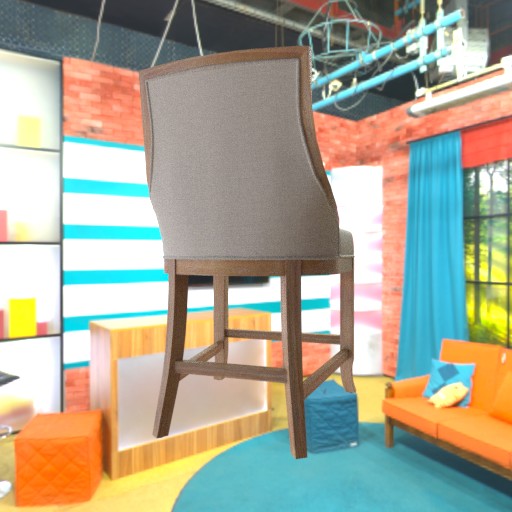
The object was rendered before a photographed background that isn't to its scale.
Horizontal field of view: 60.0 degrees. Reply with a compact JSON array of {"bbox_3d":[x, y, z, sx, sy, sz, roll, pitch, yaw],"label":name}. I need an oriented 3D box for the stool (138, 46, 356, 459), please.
[{"bbox_3d":[0.000,0.000,1.314,0.524,0.938,0.626,0,0,18],"label":"stool"}]
